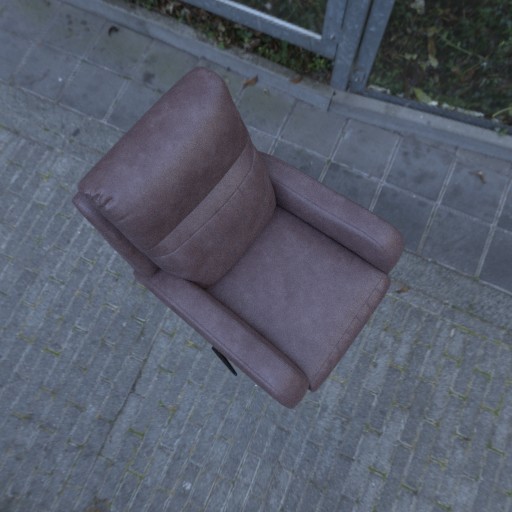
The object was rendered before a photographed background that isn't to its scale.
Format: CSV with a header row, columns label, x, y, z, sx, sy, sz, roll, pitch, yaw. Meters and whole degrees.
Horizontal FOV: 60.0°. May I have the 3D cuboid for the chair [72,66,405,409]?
label,x,y,z,sx,sy,sz,roll,pitch,yaw
chair,0.000,0.000,1.842,1.067,1.067,0.865,37,77,10
